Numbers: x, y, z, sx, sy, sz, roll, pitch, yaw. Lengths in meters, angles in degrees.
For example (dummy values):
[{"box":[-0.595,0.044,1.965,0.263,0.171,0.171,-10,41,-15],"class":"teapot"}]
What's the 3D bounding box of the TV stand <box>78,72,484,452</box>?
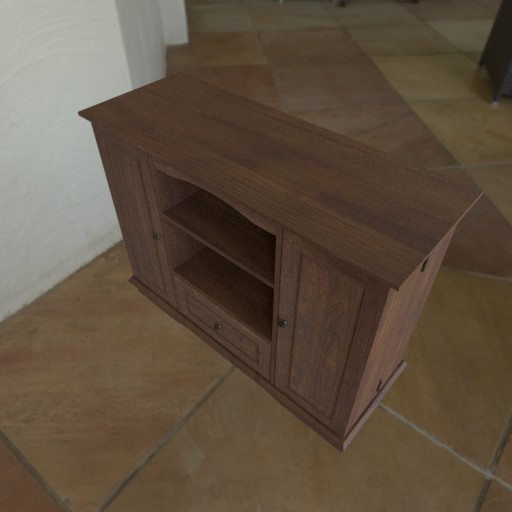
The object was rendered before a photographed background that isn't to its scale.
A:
[{"box":[0.000,0.000,1.465,1.067,0.813,0.406,31,52,28],"class":"TV stand"}]
